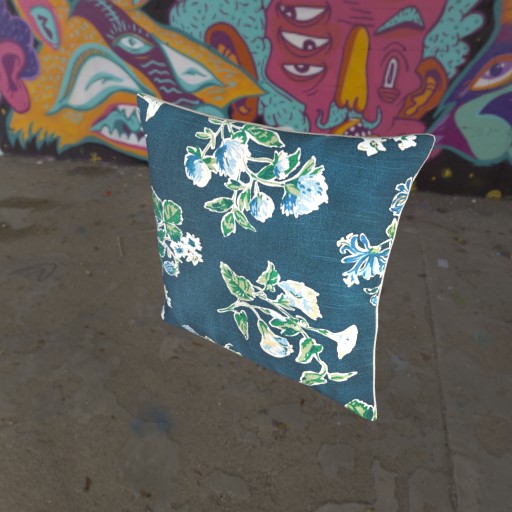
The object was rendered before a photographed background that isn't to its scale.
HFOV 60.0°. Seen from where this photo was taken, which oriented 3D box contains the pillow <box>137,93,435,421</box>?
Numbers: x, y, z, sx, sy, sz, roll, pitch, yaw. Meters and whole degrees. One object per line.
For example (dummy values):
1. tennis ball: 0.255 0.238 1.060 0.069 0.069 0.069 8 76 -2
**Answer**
1. pillow: 0.000 0.000 0.794 0.525 0.508 0.166 19 35 29
